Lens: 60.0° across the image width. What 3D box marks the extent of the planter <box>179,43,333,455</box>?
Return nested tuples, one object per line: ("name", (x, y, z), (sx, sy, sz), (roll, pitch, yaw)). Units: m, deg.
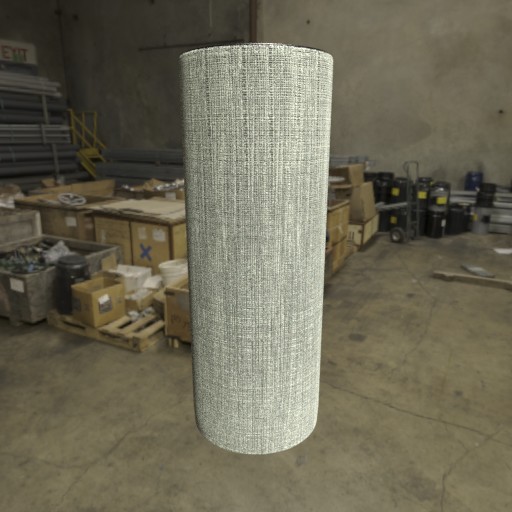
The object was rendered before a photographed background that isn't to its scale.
("planter", (0.000, 0.000, 0.326), (0.100, 0.270, 0.100), (8, 18, 26))
